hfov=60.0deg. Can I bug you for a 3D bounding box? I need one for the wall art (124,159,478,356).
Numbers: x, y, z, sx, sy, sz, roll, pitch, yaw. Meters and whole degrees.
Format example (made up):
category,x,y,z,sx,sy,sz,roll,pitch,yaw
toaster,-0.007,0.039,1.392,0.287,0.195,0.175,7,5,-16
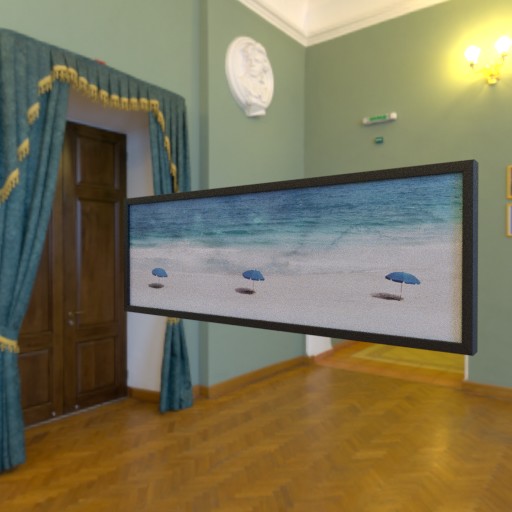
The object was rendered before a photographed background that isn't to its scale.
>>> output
category,x,y,z,sx,sy,sz,roll,pitch,yaw
wall art,0.000,0.000,0.953,0.860,0.303,0.037,0,1,37
